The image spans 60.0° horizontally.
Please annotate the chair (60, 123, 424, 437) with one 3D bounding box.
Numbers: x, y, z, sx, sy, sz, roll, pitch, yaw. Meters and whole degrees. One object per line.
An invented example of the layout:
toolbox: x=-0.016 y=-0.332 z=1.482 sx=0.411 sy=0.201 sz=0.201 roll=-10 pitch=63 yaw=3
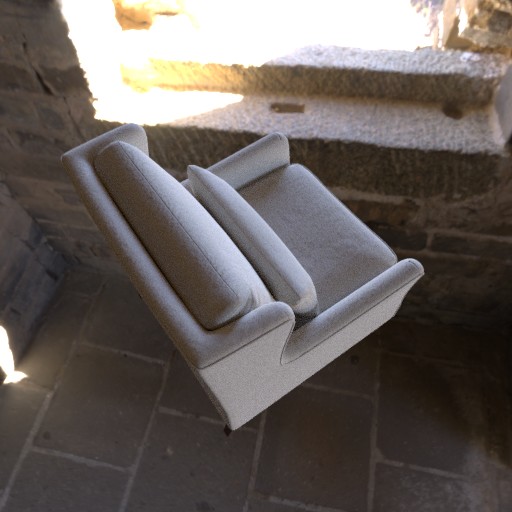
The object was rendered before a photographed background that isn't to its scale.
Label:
chair: x=0.000 y=0.000 z=1.883 sx=1.040 sy=1.056 sz=0.982 roll=-30 pitch=62 yaw=-18
